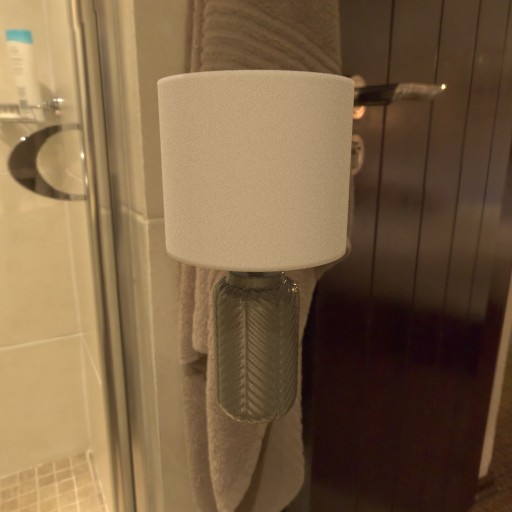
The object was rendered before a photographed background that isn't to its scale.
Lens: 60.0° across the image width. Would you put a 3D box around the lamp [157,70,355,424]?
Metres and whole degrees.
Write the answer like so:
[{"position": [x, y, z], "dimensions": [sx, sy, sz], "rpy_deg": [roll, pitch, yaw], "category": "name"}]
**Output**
[{"position": [0.000, 0.000, 0.514], "dimensions": [0.203, 0.389, 0.203], "rpy_deg": [7, 16, 24], "category": "lamp"}]
